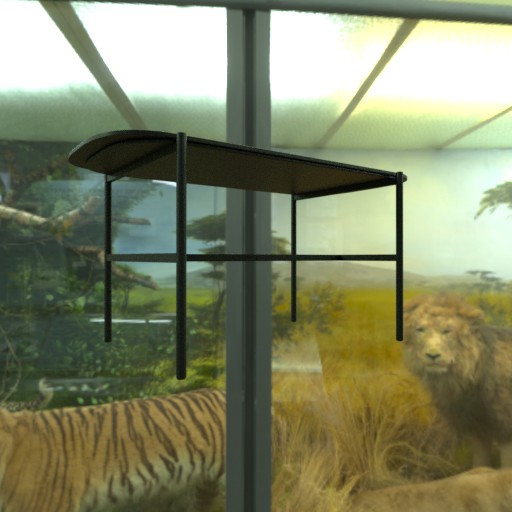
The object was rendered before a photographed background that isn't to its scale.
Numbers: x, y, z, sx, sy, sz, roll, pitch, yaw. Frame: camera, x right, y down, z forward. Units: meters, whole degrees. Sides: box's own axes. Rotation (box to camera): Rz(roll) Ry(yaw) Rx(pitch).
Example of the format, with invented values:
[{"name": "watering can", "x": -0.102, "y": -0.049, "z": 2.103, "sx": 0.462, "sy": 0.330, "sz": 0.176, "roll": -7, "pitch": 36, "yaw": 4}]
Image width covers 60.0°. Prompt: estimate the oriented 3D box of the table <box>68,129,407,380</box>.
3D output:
[{"name": "table", "x": 0.000, "y": 0.000, "z": 1.039, "sx": 0.800, "sy": 0.400, "sz": 0.400, "roll": 0, "pitch": 0, "yaw": -35}]
